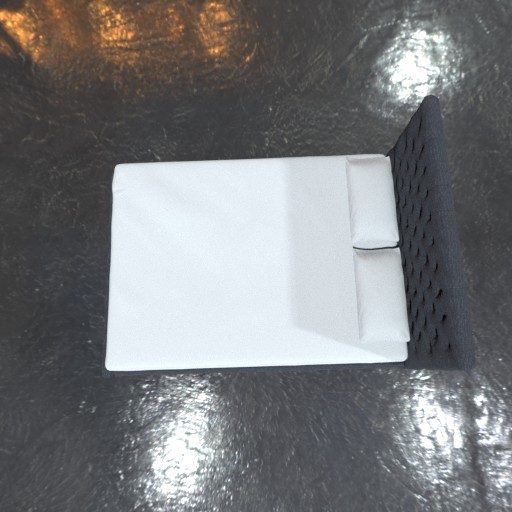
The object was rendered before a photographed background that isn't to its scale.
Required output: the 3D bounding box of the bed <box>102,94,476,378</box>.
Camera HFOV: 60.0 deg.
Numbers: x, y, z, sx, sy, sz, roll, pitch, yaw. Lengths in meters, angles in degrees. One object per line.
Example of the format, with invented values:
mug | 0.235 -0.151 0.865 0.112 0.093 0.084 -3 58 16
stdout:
bed | 0.000 0.000 3.261 2.387 1.427 1.698 -2 77 0
